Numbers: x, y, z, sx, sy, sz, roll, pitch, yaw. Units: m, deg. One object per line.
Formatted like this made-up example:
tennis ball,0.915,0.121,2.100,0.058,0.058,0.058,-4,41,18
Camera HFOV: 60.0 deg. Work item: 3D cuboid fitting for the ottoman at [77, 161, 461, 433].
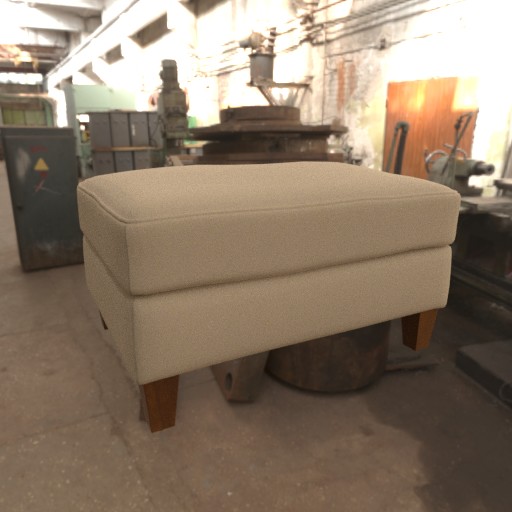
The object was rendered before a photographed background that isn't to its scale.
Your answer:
ottoman,0.000,0.000,1.190,0.818,0.485,0.634,-8,18,-27
